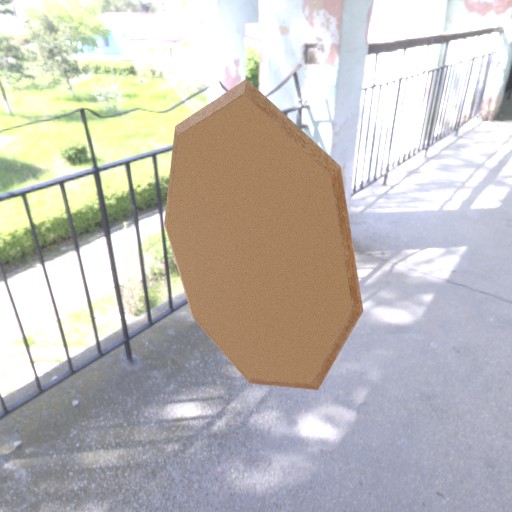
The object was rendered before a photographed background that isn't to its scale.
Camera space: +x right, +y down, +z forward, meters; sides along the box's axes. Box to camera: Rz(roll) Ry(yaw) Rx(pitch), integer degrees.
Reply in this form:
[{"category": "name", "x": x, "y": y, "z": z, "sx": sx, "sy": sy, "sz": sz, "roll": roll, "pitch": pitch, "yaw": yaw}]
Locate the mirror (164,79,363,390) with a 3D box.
[{"category": "mirror", "x": 0.000, "y": 0.000, "z": 1.022, "sx": 0.577, "sy": 0.774, "sz": 0.070, "roll": 23, "pitch": 37, "yaw": 33}]
